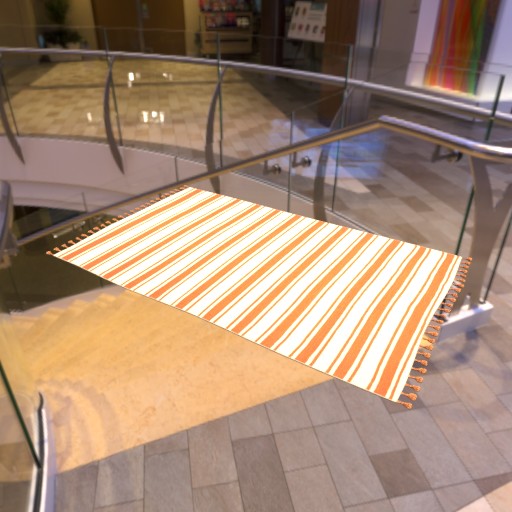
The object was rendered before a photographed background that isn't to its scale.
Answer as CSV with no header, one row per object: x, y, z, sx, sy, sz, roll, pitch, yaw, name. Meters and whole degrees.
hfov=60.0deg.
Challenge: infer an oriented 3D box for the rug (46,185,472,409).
0.000,0.000,2.493,2.092,0.017,1.232,18,35,27,rug
